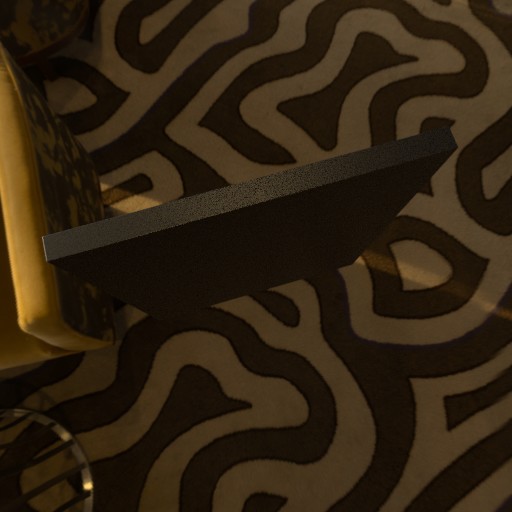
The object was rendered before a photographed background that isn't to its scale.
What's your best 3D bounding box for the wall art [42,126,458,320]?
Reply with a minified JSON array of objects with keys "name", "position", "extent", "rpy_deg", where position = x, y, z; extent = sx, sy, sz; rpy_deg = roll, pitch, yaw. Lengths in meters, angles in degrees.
[{"name":"wall art","position":[0.000,0.000,0.745],"extent":[0.457,0.557,0.028],"rpy_deg":[-16,76,-4]}]
